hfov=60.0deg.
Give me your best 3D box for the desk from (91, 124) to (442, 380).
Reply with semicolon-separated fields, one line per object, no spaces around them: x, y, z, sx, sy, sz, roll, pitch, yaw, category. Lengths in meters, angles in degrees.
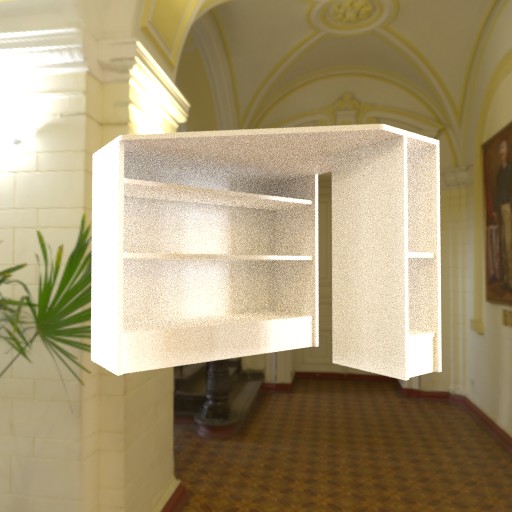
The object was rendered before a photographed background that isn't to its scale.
0.000;0.000;1.665;0.940;0.818;0.926;1;-2;-36;desk
